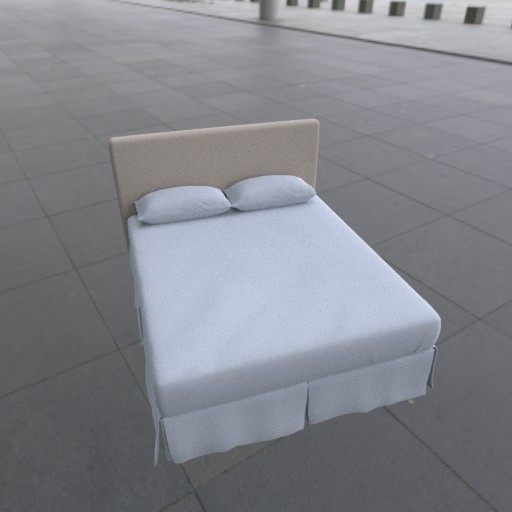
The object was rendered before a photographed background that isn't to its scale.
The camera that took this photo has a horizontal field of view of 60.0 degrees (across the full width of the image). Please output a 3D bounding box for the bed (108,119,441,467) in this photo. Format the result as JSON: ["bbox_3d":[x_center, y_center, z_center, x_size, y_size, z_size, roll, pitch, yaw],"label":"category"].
[{"bbox_3d":[0.000,0.000,3.268,1.884,1.330,2.142,-10,34,-15],"label":"bed"}]
